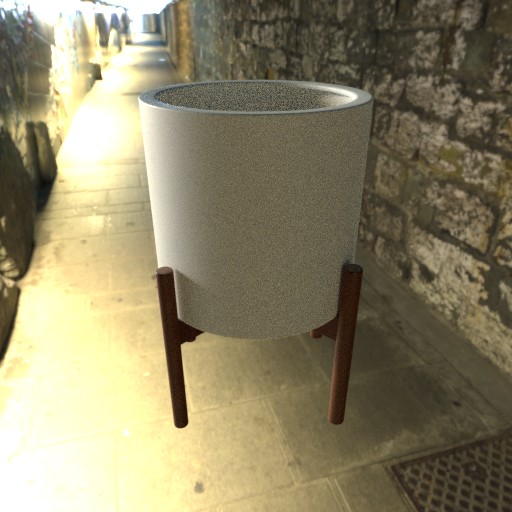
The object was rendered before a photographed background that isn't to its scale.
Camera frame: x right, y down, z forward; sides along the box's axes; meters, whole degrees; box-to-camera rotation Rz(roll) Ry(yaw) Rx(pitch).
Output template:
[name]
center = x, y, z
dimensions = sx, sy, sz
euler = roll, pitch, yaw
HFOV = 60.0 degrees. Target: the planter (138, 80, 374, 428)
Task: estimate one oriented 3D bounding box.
[planter]
center = 0.000, 0.000, 0.963
dimensions = 0.417, 0.670, 0.417
euler = -1, 28, -2
